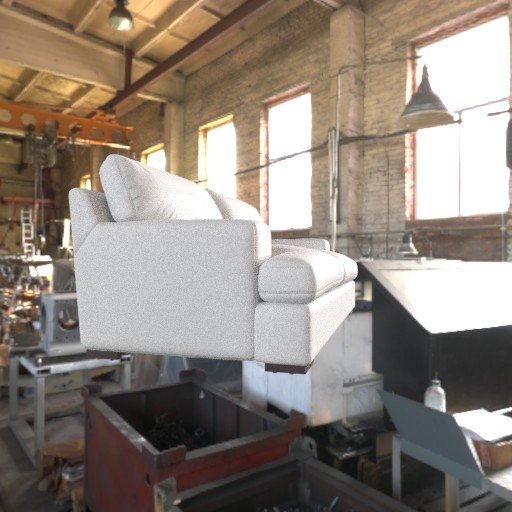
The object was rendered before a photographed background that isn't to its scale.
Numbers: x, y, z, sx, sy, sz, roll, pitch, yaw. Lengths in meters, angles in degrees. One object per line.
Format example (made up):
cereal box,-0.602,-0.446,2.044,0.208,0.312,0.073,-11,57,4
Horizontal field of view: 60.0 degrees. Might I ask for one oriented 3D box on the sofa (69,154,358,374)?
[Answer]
sofa,0.000,0.000,2.879,1.143,0.940,2.261,0,0,17
